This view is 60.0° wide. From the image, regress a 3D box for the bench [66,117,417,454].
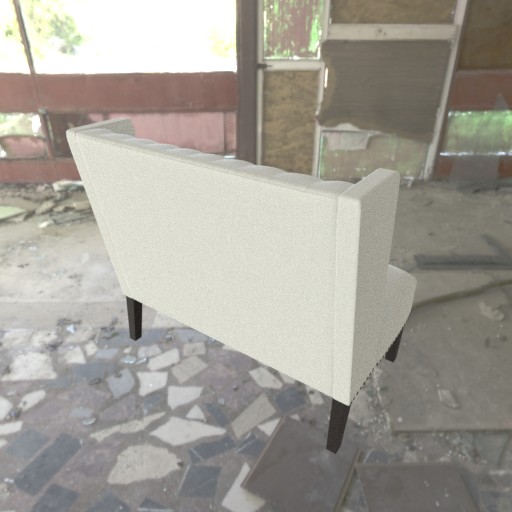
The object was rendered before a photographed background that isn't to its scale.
[{"bbox_3d":[0.000,0.000,2.004,1.280,1.123,0.847,19,35,30],"label":"bench"}]
